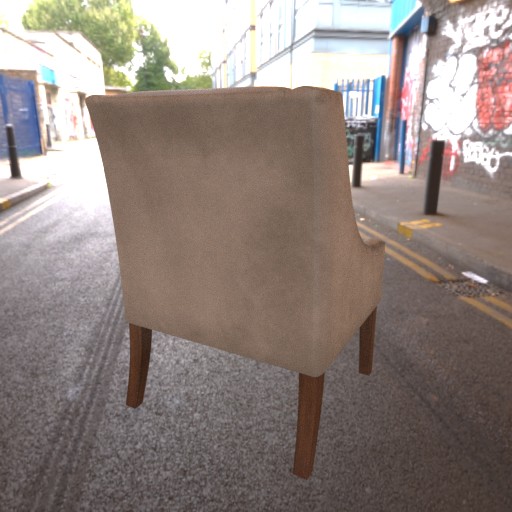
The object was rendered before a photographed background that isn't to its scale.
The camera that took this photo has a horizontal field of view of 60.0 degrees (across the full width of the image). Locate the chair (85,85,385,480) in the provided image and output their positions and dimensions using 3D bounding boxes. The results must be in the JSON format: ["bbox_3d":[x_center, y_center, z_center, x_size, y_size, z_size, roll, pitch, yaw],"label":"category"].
[{"bbox_3d":[0.000,0.000,1.307,0.629,0.895,0.629,9,19,28],"label":"chair"}]
